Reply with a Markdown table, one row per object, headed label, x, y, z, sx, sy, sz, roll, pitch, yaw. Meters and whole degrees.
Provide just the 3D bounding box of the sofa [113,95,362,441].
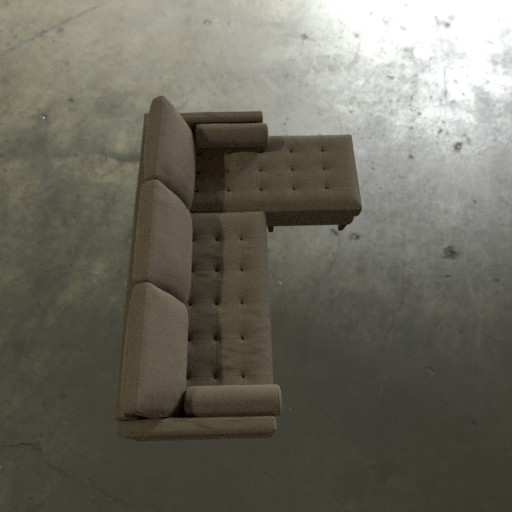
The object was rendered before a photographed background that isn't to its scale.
| label | x | y | z | sx | sy | sz | roll | pitch | yaw |
| --- | --- | --- | --- | --- | --- | --- | --- | --- | --- |
| sofa | 0.000 | 0.000 | 2.889 | 1.506 | 0.875 | 2.178 | -1 | 65 | -1 |
